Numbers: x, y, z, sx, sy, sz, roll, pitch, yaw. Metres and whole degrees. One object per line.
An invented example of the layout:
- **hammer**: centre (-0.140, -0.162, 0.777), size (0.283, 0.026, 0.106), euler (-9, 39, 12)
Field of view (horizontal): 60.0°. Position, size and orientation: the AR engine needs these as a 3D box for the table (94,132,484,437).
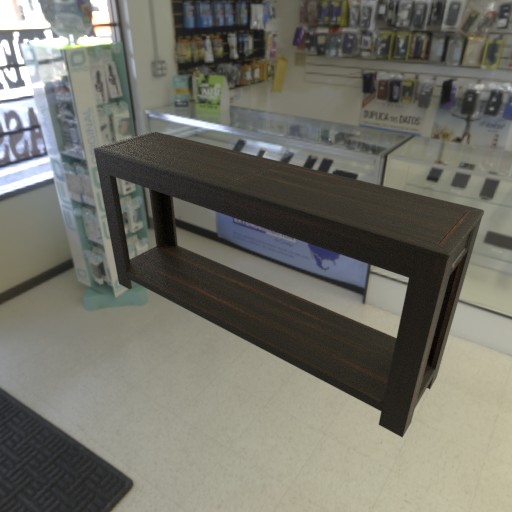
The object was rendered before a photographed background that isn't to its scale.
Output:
- **table**: centre (0.000, 0.000, 1.962), size (1.631, 0.762, 0.384), euler (21, 36, 32)
